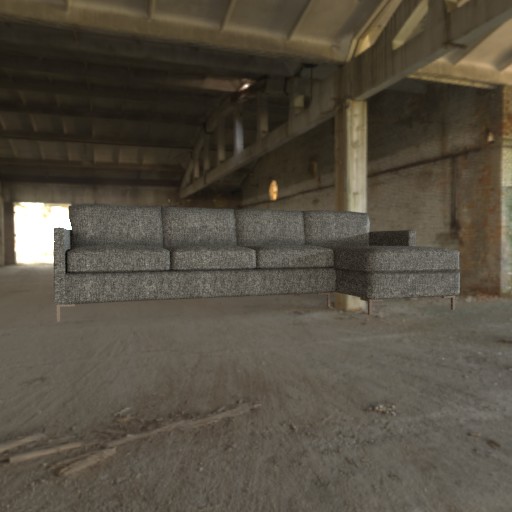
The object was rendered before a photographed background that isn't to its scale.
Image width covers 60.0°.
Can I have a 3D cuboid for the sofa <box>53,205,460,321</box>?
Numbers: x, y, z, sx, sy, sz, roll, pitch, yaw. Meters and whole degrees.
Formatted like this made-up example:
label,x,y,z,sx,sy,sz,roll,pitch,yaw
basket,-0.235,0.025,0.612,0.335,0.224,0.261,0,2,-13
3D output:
label,x,y,z,sx,sy,sz,roll,pitch,yaw
sofa,0.000,0.000,4.088,3.384,0.970,1.488,-1,2,-19
